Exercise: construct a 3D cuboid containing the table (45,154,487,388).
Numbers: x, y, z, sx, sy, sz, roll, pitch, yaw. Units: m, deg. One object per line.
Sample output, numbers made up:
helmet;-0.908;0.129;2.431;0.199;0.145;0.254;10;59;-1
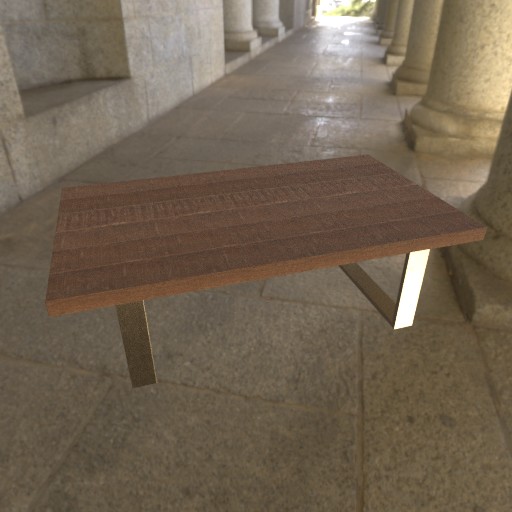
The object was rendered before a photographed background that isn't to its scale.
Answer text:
table;0.000;0.000;1.769;1.400;0.440;0.800;-9;33;-15
